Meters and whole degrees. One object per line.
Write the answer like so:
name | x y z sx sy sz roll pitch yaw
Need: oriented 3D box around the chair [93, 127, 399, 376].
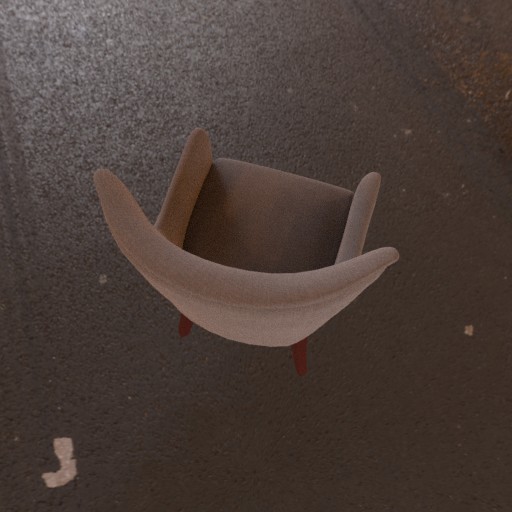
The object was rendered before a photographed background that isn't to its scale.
chair | 0.000 0.000 1.470 0.732 0.948 0.677 16 65 8
